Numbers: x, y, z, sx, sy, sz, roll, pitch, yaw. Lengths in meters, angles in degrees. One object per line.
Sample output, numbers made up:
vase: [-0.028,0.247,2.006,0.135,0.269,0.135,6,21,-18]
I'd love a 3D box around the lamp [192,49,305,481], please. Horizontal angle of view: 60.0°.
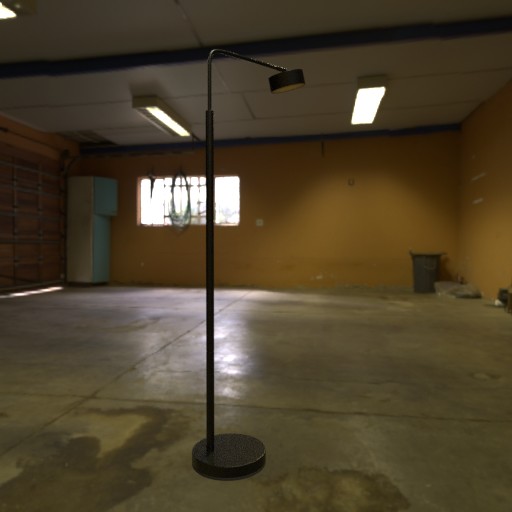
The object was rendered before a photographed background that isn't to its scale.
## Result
lamp: [0.000,0.000,1.371,0.418,1.230,0.219,-1,2,-36]
